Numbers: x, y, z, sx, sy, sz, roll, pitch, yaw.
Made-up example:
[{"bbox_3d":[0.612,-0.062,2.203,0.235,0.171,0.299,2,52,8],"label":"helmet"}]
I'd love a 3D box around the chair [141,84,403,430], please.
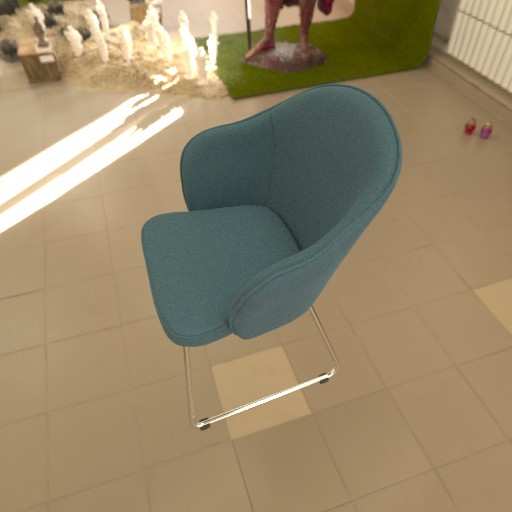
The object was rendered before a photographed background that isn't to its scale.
[{"bbox_3d":[0.000,0.000,1.214,0.585,0.815,0.570,-14,48,-13],"label":"chair"}]
